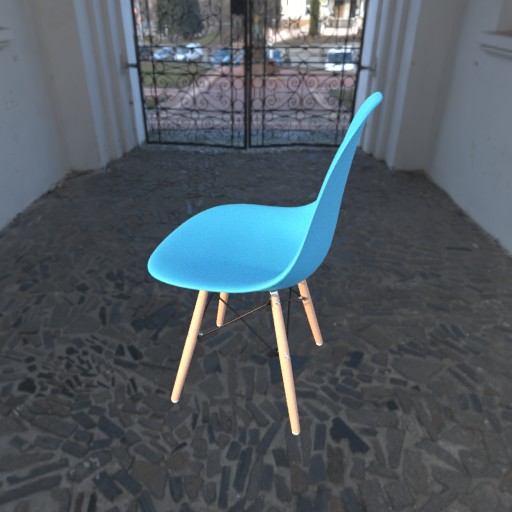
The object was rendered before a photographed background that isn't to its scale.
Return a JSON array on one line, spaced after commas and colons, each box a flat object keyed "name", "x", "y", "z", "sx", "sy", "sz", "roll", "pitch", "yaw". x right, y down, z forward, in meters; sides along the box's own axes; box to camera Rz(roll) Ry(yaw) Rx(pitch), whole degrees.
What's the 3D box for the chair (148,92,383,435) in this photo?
[{"name": "chair", "x": 0.000, "y": 0.000, "z": 1.165, "sx": 0.531, "sy": 0.826, "sz": 0.470, "roll": 9, "pitch": 31, "yaw": 15}]
